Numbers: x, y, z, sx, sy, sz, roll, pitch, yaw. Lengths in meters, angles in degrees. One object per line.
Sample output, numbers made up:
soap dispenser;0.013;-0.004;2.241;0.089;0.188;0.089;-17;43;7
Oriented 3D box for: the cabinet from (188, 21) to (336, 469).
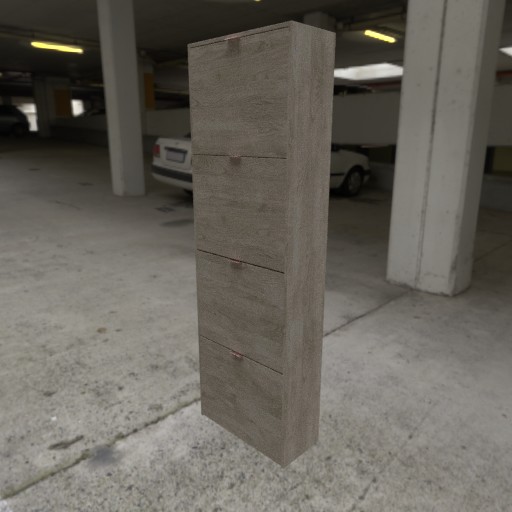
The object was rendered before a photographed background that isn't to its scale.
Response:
cabinet;0.000;0.000;1.818;0.520;1.630;0.250;14;21;42
